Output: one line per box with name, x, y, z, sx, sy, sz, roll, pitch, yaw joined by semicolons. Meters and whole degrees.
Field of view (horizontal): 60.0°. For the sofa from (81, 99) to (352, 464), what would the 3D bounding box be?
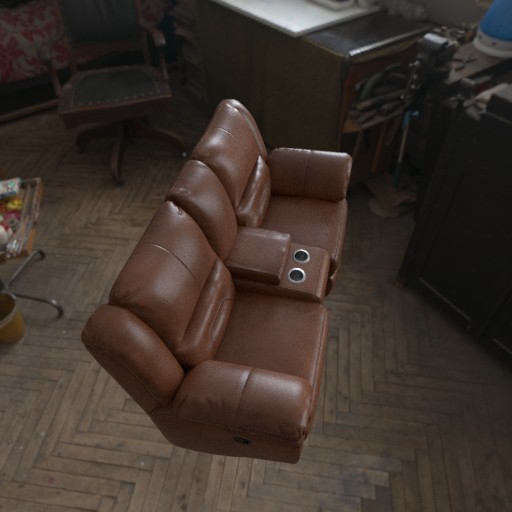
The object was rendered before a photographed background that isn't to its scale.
sofa;0.000;0.000;2.604;0.991;1.043;2.058;10;48;9
